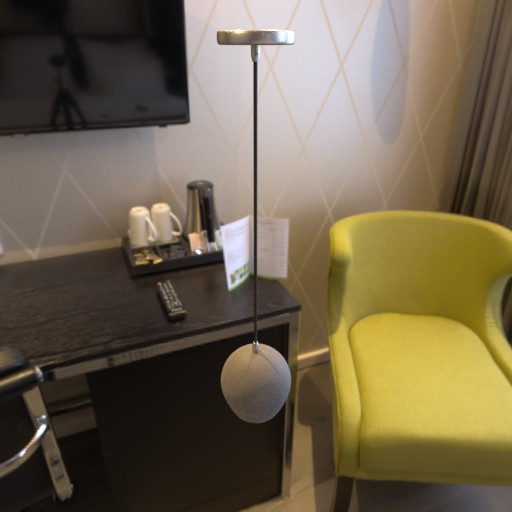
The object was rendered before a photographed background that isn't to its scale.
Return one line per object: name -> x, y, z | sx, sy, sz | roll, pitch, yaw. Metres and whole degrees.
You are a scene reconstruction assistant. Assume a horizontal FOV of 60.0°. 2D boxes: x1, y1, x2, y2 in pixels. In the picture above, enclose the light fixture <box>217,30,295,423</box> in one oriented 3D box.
light fixture -> 0.000, 0.000, 0.839 | 0.153, 0.760, 0.153 | 19, 32, 33
